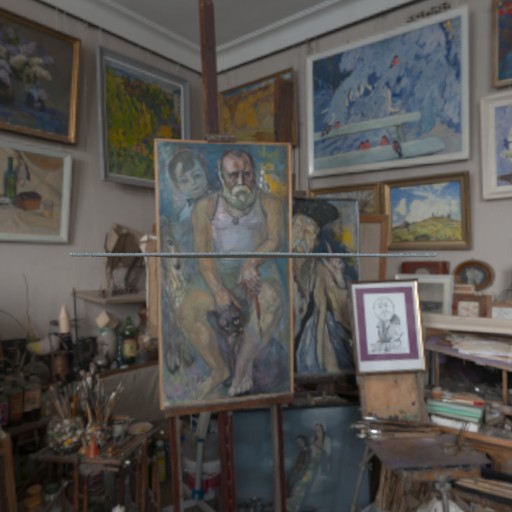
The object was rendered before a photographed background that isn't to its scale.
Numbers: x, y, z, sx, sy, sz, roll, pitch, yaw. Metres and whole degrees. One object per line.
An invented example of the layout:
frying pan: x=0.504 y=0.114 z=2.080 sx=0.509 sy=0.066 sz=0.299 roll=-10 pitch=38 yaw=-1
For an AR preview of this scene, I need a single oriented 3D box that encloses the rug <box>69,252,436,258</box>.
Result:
rug: x=0.000 y=0.000 z=2.332 sx=1.174 sy=0.022 sz=1.853 roll=0 pitch=0 yaw=1
